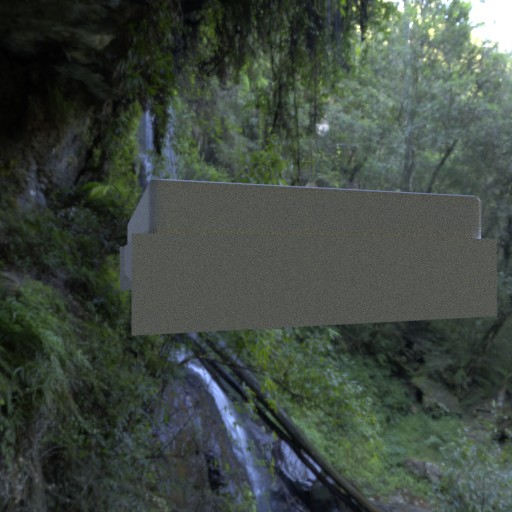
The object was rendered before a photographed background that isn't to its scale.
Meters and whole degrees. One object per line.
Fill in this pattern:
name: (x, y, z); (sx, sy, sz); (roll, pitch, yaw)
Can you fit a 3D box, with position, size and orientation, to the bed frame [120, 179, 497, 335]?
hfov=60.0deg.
bed frame: (0.000, 0.000, 2.521); (1.445, 0.497, 1.945); (0, 0, -18)
